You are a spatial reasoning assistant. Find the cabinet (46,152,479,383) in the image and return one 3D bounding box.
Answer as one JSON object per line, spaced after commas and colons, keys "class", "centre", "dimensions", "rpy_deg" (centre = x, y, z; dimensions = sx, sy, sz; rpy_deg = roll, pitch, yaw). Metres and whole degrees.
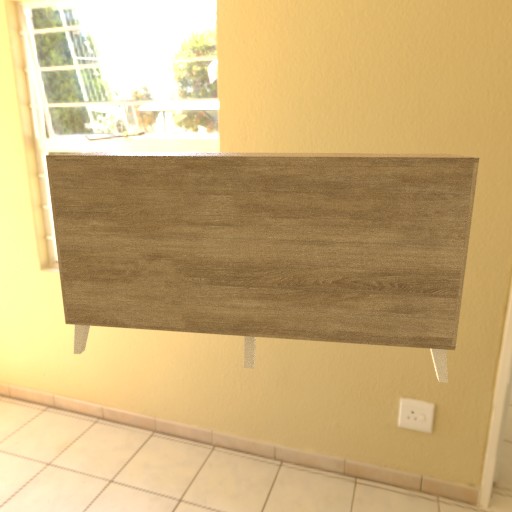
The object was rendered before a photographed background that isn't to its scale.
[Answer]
{"class": "cabinet", "centre": [0.000, 0.000, 1.945], "dimensions": [1.600, 0.870, 0.450], "rpy_deg": [2, 15, 9]}
